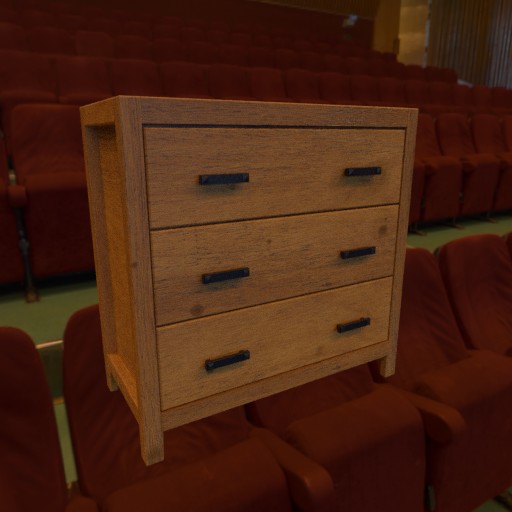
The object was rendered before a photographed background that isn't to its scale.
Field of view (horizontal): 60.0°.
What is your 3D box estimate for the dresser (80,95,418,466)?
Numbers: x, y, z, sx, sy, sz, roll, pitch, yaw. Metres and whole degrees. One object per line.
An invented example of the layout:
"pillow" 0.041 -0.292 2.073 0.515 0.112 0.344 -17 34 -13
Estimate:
"dresser" 0.000 0.000 1.264 0.804 0.804 0.427 -9 17 -29
